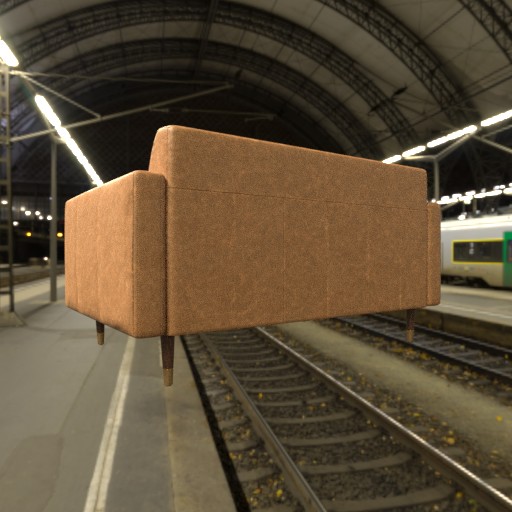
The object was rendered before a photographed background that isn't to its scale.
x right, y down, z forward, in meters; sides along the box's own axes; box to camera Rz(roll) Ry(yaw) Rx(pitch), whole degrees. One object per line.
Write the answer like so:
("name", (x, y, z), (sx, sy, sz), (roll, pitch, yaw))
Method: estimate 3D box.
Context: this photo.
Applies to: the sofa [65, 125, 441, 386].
("sofa", (0.000, 0.000, 2.092), (1.549, 0.820, 0.960), (0, 0, -35))
